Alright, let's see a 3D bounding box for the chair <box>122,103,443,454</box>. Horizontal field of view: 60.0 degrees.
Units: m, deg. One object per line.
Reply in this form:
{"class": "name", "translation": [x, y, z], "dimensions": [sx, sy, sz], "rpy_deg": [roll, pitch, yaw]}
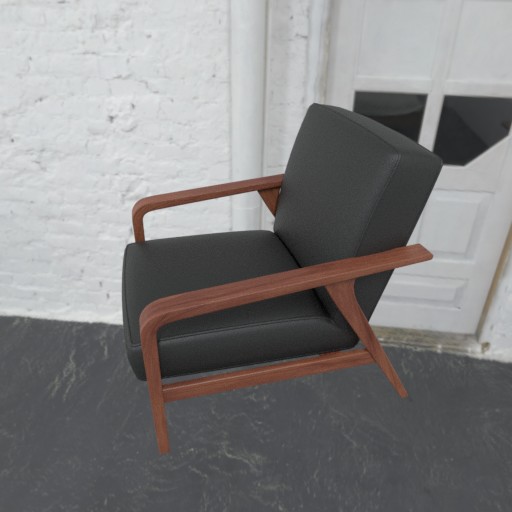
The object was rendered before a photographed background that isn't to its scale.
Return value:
{"class": "chair", "translation": [0.000, 0.000, 1.471], "dimensions": [0.889, 0.861, 0.719], "rpy_deg": [-8, 32, -13]}
